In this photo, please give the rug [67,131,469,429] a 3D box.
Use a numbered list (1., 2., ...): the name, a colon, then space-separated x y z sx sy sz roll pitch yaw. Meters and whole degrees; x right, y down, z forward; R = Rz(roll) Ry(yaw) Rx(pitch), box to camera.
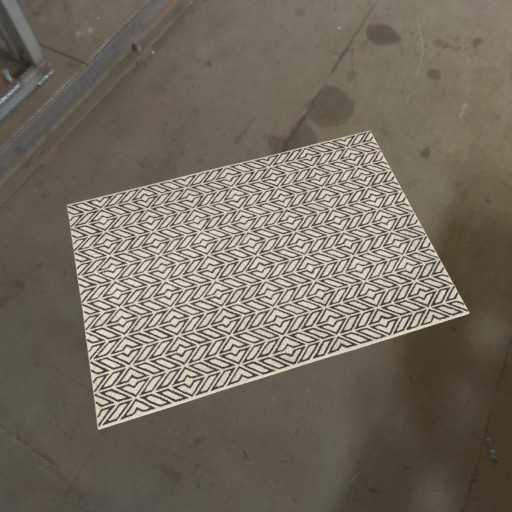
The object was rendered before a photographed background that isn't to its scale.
1. rug: 0.000 0.000 2.324 1.828 0.007 1.220 -15 65 -7
